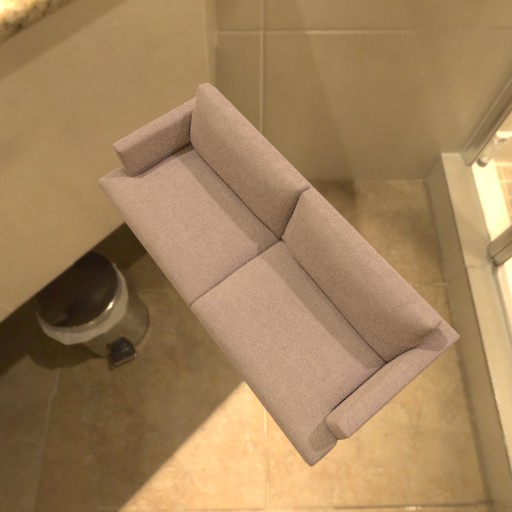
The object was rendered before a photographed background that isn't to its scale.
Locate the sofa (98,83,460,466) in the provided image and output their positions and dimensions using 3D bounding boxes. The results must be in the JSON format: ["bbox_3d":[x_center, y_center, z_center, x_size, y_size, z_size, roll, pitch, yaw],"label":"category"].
[{"bbox_3d":[0.000,0.000,2.772,1.020,0.868,2.250,-35,70,-15],"label":"sofa"}]
